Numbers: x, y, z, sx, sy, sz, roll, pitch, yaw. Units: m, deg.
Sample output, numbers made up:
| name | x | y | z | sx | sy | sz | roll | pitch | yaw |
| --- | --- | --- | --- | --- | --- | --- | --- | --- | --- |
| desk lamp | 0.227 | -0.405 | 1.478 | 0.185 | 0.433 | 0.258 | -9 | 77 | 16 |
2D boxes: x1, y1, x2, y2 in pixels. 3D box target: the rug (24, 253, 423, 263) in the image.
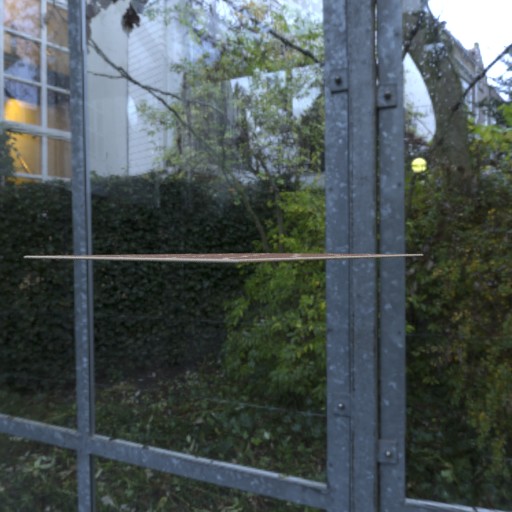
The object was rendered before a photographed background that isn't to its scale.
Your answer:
| name | x | y | z | sx | sy | sz | roll | pitch | yaw |
| --- | --- | --- | --- | --- | --- | --- | --- | --- | --- |
| rug | 0.000 | 0.000 | 2.933 | 1.528 | 0.014 | 2.294 | 1 | 1 | 36 |
